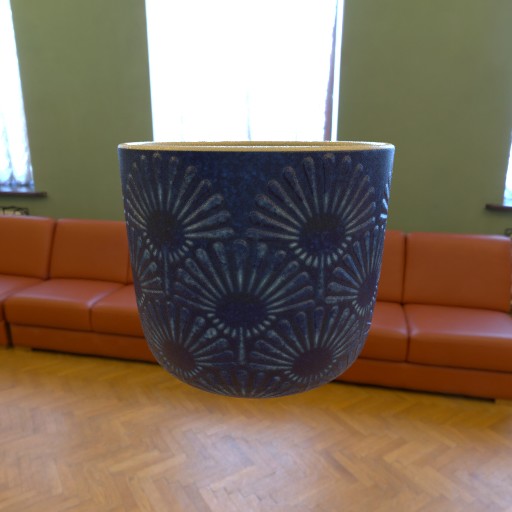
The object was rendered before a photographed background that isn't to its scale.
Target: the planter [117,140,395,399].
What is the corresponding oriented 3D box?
[{"bbox_3d":[0.000,0.000,0.221,0.124,0.109,0.124,0,16,0],"label":"planter"}]
